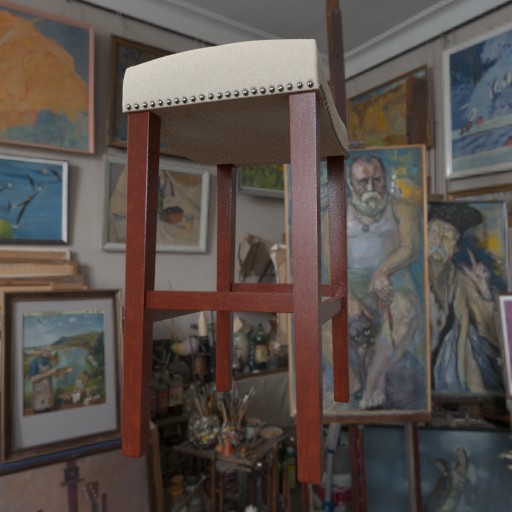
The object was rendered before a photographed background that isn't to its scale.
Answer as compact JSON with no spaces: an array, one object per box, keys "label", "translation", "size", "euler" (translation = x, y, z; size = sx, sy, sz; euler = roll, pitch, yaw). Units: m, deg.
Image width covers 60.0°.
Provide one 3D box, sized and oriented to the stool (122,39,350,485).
[{"label":"stool","translation":[0.000,0.000,0.992],"size":[0.372,0.742,0.504],"euler":[0,-2,17]}]
